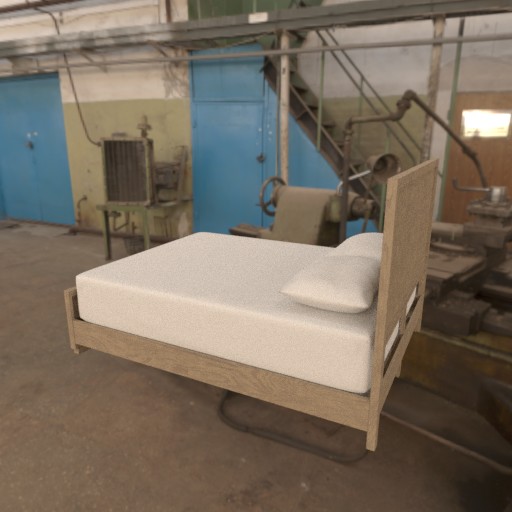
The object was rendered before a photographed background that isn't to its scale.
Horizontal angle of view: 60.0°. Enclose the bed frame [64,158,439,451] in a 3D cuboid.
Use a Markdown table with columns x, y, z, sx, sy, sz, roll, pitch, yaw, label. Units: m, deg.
| x | y | z | sx | sy | sz | roll | pitch | yaw | label |
| --- | --- | --- | --- | --- | --- | --- | --- | --- | --- |
| 0.000 | 0.000 | 3.232 | 2.189 | 1.369 | 1.606 | 8 | 18 | 26 | bed frame |
